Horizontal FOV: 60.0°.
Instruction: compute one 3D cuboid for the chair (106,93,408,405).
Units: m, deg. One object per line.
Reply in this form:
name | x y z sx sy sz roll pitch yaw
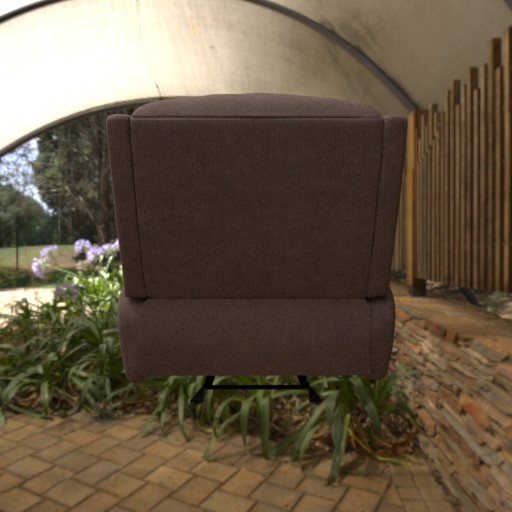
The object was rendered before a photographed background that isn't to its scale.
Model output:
chair | 0.000 0.000 1.700 0.930 1.011 0.899 0 0 0
